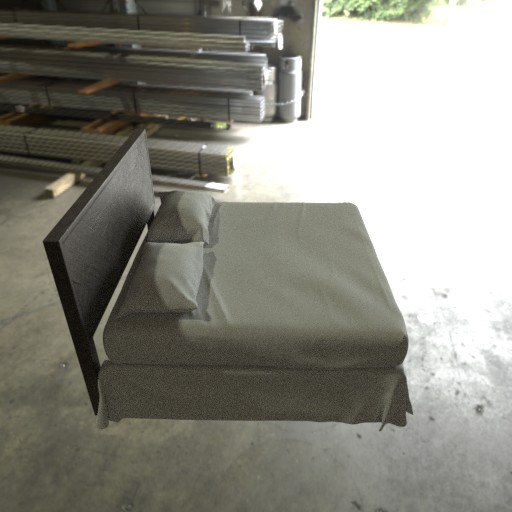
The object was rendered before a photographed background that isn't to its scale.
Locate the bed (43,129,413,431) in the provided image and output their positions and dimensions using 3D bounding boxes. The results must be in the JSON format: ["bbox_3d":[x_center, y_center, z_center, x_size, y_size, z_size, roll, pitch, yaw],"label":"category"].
[{"bbox_3d":[0.000,0.000,2.839,1.785,1.142,1.772,1,33,1],"label":"bed"}]
